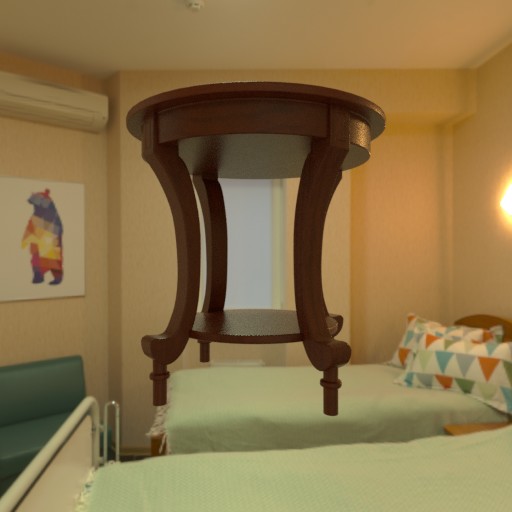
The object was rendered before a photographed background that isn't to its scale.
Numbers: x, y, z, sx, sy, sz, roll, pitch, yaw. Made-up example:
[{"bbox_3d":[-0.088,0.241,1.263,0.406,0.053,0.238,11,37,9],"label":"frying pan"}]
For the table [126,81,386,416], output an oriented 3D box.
[{"bbox_3d":[0.000,0.000,1.064,0.597,0.612,0.597,0,1,0],"label":"table"}]
